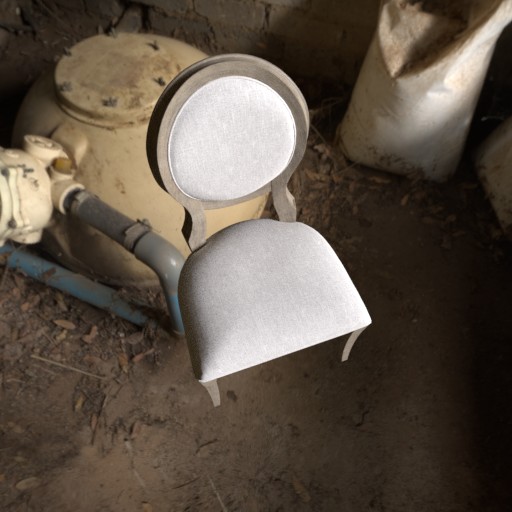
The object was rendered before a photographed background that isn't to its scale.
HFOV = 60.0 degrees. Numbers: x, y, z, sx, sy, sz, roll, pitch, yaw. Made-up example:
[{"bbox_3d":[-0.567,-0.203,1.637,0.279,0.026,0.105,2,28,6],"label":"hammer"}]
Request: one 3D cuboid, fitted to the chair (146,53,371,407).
[{"bbox_3d":[0.000,0.000,1.349,0.558,0.990,0.602,-17,65,-8],"label":"chair"}]
